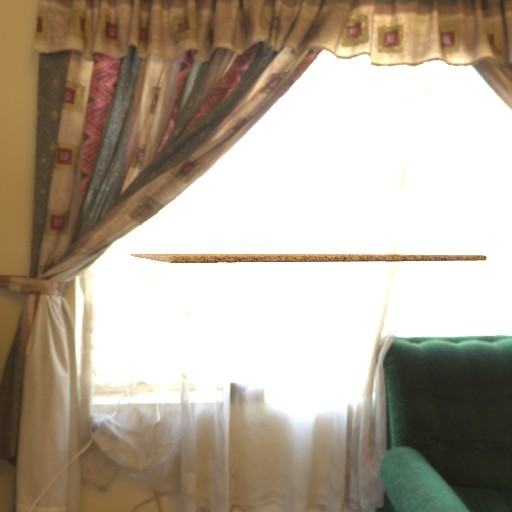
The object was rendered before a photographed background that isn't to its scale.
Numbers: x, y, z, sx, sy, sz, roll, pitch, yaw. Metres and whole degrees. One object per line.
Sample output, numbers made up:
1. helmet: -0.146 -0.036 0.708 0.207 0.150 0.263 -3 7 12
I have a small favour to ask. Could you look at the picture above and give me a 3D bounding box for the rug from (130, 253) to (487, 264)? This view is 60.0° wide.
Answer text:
1. rug: 0.000 0.000 3.030 1.524 0.030 2.438 0 1 -19
